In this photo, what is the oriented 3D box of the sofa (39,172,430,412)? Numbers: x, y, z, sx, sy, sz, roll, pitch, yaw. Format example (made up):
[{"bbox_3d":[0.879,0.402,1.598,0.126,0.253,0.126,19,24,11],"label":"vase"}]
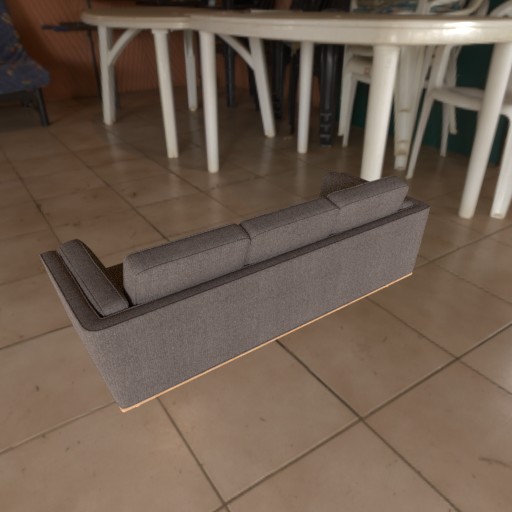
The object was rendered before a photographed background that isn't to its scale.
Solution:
[{"bbox_3d":[0.000,0.000,2.859,2.362,0.899,0.903,-19,35,-30],"label":"sofa"}]
